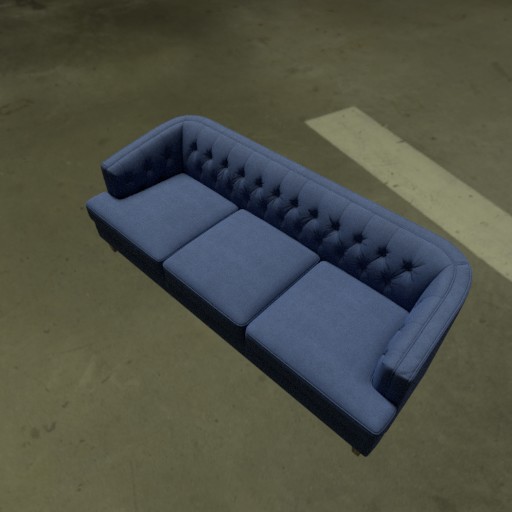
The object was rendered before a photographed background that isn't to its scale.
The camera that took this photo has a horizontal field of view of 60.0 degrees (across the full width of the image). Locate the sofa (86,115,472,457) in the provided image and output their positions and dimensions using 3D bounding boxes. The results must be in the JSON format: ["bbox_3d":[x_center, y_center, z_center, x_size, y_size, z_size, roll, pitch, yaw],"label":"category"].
[{"bbox_3d":[0.000,0.000,2.627,2.235,0.787,0.914,34,55,28],"label":"sofa"}]
